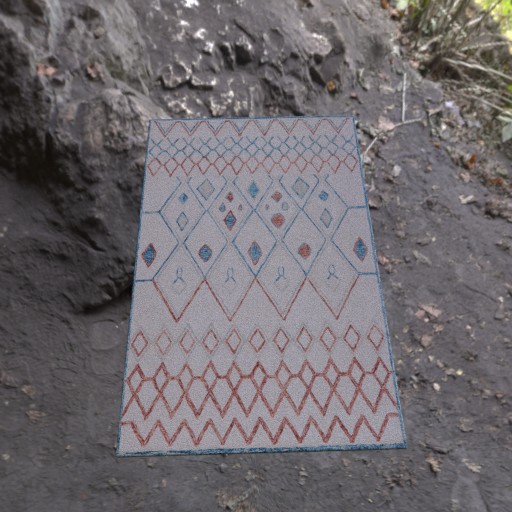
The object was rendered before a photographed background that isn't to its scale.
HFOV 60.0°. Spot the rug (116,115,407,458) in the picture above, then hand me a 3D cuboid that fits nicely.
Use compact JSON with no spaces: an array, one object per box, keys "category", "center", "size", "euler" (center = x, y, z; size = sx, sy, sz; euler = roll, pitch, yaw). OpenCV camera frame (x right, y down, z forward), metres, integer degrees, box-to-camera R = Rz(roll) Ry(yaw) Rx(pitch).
[{"category":"rug","center":[0.000,0.000,2.246],"size":[1.219,0.016,1.829],"euler":[-1,64,-1]}]
